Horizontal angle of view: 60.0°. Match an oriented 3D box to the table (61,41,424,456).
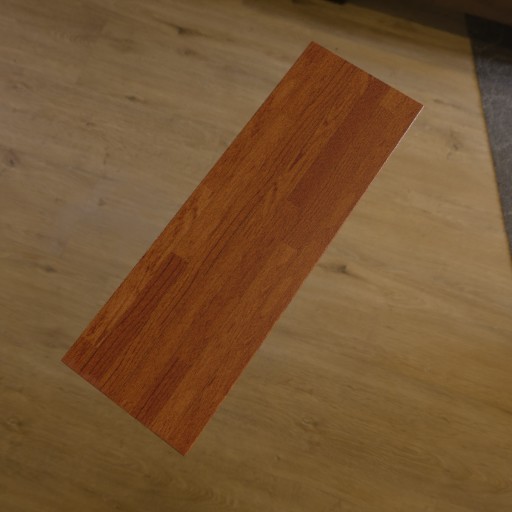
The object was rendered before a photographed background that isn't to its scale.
[{"bbox_3d":[0.000,0.000,1.610,0.408,0.740,1.204,34,78,8],"label":"table"}]
